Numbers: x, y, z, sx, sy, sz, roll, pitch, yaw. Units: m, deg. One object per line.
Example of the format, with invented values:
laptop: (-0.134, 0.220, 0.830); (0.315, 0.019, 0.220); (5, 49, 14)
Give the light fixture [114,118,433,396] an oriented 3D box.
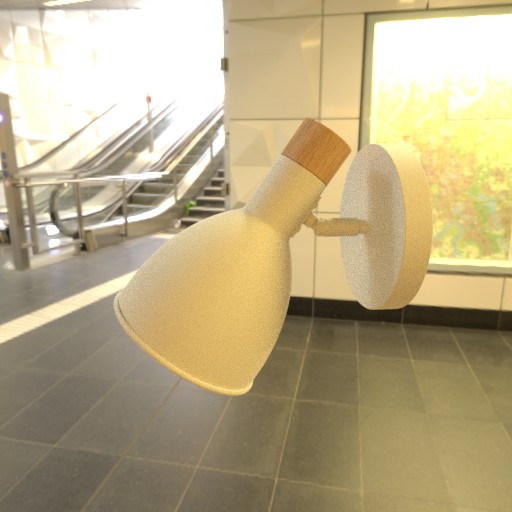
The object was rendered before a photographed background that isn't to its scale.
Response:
light fixture: (0.000, 0.000, 0.333); (0.209, 0.199, 0.127); (-2, 13, -8)
